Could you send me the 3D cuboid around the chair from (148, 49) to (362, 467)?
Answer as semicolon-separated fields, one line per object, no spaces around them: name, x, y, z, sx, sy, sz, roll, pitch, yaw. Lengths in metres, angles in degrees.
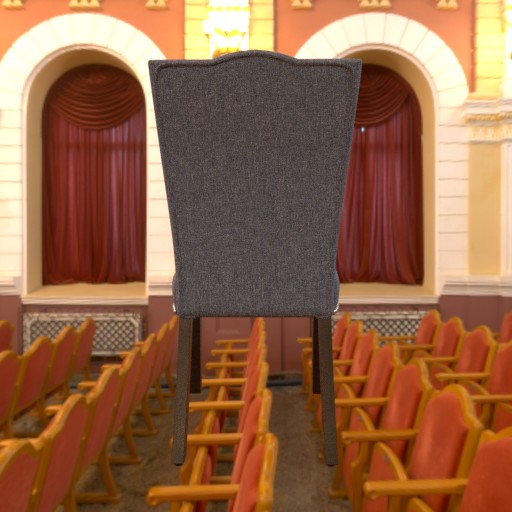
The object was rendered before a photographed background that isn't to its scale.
chair;0.000;0.000;1.279;0.518;0.946;0.589;0;0;1
